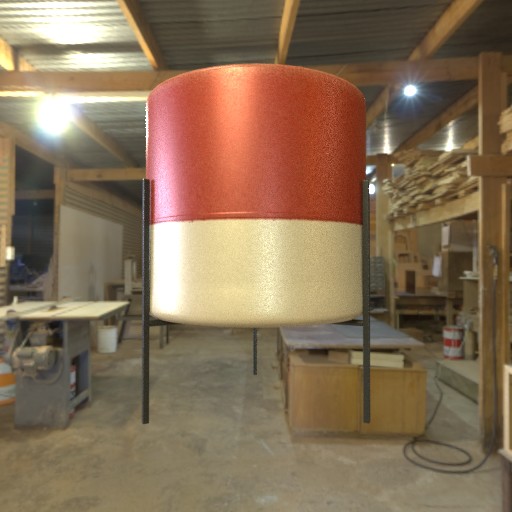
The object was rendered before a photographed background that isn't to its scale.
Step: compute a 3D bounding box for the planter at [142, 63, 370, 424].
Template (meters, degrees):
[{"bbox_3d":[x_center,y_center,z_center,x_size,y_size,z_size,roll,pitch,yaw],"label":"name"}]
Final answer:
[{"bbox_3d":[0.000,0.000,0.710,0.345,0.465,0.354,0,-1,0],"label":"planter"}]
